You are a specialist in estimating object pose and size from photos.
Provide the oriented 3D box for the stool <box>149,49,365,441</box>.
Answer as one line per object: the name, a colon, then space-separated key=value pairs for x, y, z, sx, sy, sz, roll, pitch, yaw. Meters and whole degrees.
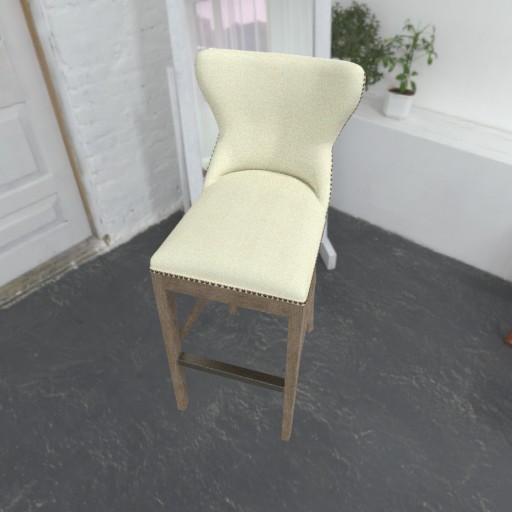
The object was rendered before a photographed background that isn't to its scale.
stool: x=0.000 y=0.000 z=1.447 sx=0.494 sy=1.123 sz=0.606 roll=11 pitch=43 yaw=13
